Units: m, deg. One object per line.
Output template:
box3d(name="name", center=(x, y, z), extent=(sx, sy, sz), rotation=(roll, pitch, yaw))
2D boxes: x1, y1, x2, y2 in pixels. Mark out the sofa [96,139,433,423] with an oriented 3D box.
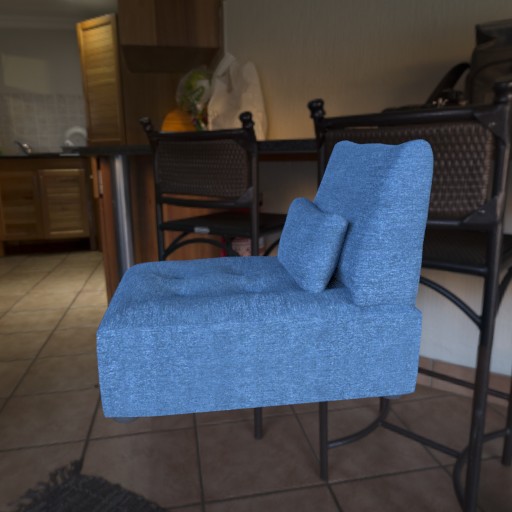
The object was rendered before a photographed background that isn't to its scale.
box3d(name="sofa", center=(0.000, 0.000, 1.595), extent=(1.000, 0.820, 0.700), rotation=(-2, 13, -9))
